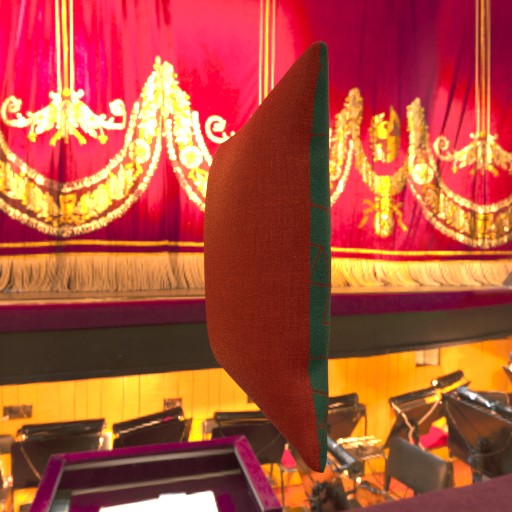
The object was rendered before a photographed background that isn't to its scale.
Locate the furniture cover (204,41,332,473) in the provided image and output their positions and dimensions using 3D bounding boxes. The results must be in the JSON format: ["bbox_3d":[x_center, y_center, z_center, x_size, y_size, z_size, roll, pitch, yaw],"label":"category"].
[{"bbox_3d":[0.000,0.000,0.763,0.158,0.508,0.517,0,1,-17],"label":"furniture cover"}]
